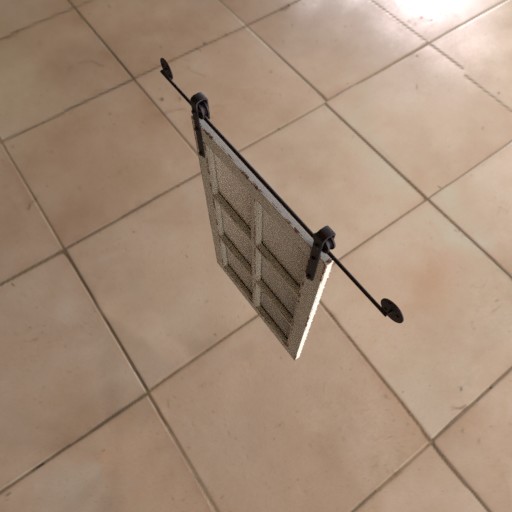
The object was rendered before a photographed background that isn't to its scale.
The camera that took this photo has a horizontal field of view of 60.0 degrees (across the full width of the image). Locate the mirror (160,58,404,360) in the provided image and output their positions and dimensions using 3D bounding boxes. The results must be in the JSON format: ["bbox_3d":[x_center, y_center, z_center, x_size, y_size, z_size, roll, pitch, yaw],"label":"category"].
[{"bbox_3d":[0.000,0.000,1.242,0.037,0.844,0.808,-34,68,-16],"label":"mirror"}]
